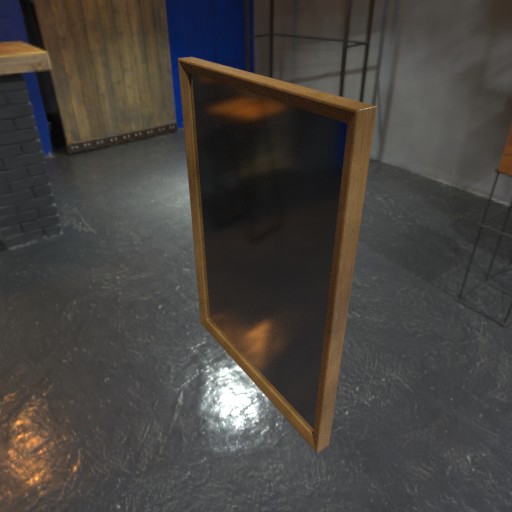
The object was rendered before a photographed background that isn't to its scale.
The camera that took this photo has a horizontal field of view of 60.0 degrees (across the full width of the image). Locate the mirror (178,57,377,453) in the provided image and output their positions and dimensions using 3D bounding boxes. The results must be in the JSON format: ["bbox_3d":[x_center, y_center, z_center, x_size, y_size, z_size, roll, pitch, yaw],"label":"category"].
[{"bbox_3d":[0.000,0.000,0.932,0.039,0.711,0.508,-20,38,-29],"label":"mirror"}]
